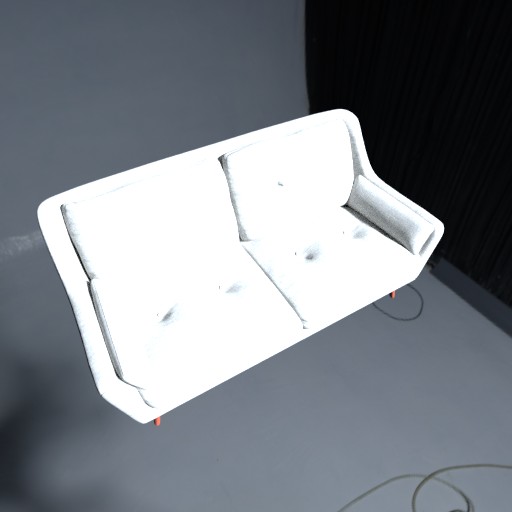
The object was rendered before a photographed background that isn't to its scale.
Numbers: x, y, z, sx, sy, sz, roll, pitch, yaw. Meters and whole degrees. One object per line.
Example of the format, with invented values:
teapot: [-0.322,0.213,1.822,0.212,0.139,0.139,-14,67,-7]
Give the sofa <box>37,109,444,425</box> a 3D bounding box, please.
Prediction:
sofa: [0.000,0.000,2.387,1.930,0.897,0.976,-23,49,-22]
